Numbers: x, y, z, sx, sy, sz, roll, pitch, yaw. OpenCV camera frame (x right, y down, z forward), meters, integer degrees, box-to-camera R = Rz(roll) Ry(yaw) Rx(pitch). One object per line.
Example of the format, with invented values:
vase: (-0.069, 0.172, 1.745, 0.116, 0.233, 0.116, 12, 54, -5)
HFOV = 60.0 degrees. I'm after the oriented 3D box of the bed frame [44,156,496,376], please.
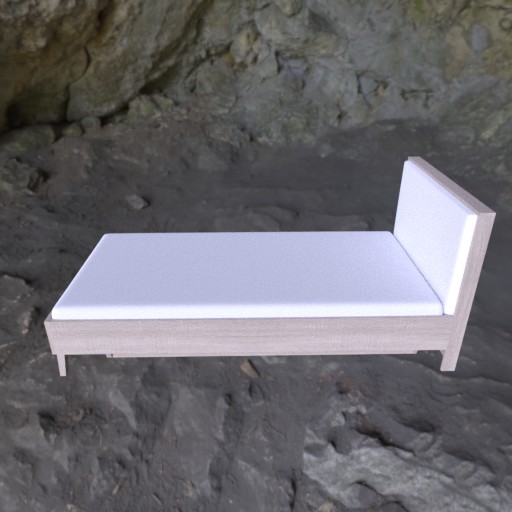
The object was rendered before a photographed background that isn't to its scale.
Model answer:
bed frame: (0.000, 0.000, 2.624, 2.140, 0.920, 0.990, -1, 27, -1)
